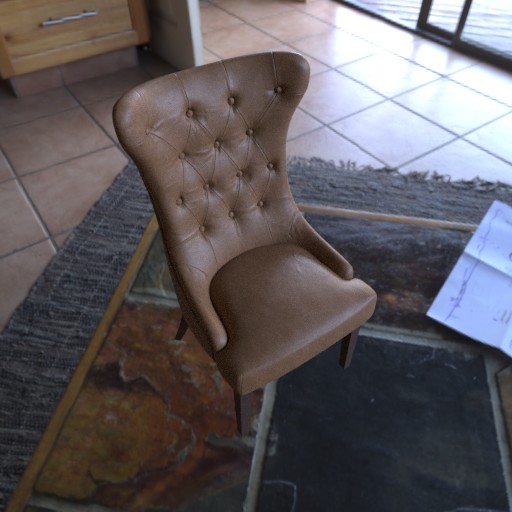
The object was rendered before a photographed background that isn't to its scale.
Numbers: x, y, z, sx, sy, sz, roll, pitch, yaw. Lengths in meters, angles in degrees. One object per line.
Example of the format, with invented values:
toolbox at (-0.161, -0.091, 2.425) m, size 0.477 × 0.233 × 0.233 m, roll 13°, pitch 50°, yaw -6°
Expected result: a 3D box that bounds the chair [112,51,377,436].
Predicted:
chair at (0.000, 0.000, 1.463) m, size 0.611 × 1.065 × 0.669 m, roll -26°, pitch 51°, yaw -22°
